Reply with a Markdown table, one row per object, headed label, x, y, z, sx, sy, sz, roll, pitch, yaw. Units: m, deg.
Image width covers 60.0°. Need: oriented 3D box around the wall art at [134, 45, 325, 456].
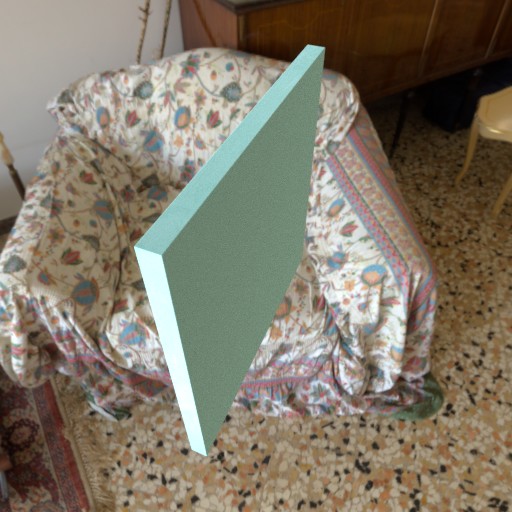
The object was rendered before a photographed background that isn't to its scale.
| label | x | y | z | sx | sy | sz | roll | pitch | yaw |
| --- | --- | --- | --- | --- | --- | --- | --- | --- | --- |
| wall art | 0.000 | 0.000 | 0.891 | 0.036 | 0.603 | 0.603 | 17 | 49 | 16 |
